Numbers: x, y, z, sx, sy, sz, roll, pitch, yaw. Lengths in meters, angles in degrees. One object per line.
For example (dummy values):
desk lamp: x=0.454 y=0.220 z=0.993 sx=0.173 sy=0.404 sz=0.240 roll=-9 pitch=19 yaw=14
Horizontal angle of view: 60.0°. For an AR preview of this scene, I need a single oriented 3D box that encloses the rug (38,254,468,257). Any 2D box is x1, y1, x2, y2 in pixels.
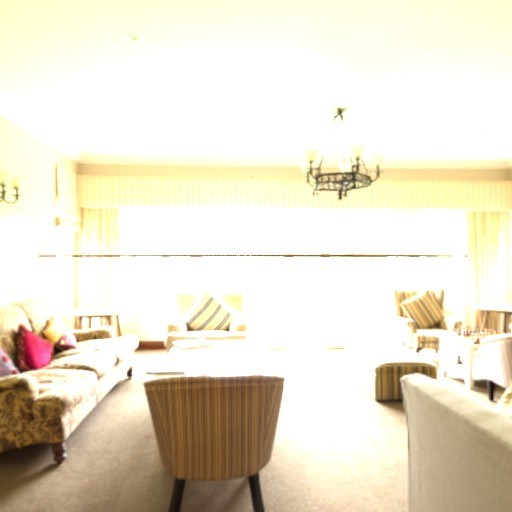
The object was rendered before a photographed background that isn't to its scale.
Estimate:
rug: x=0.000 y=0.000 z=4.012 sx=3.050 sy=0.016 sz=2.441 roll=0 pitch=0 yaw=37
